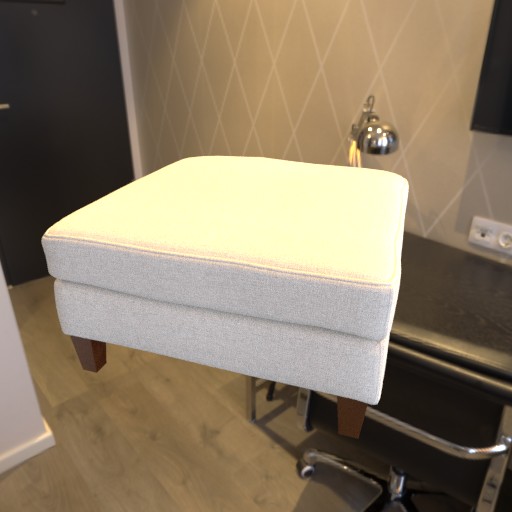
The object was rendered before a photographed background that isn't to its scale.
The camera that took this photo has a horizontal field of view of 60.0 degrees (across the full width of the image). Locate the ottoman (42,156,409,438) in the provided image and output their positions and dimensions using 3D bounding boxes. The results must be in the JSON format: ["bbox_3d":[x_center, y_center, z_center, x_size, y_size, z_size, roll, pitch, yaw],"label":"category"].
[{"bbox_3d":[0.000,0.000,1.361,0.838,0.478,0.838,8,27,17],"label":"ottoman"}]
